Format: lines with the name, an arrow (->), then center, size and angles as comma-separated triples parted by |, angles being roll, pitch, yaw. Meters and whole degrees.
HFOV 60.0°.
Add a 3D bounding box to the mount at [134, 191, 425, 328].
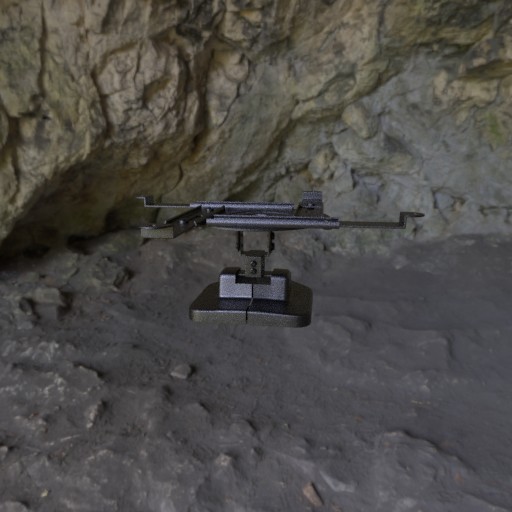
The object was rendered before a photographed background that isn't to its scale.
mount -> 0.000, 0.000, 0.597 | 0.394, 0.141, 0.394 | 2, 14, 8
